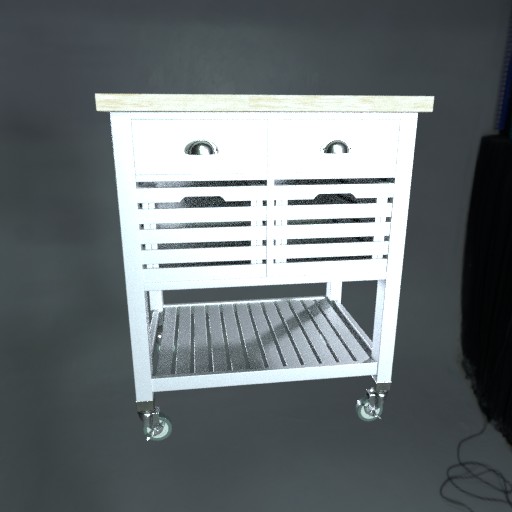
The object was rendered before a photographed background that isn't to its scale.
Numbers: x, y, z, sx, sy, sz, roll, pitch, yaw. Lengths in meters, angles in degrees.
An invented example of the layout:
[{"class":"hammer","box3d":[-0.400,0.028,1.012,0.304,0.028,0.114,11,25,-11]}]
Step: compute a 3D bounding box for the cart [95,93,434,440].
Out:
[{"class":"cart","box3d":[0.000,0.000,1.380,0.762,0.914,0.559,-2,17,-7]}]
